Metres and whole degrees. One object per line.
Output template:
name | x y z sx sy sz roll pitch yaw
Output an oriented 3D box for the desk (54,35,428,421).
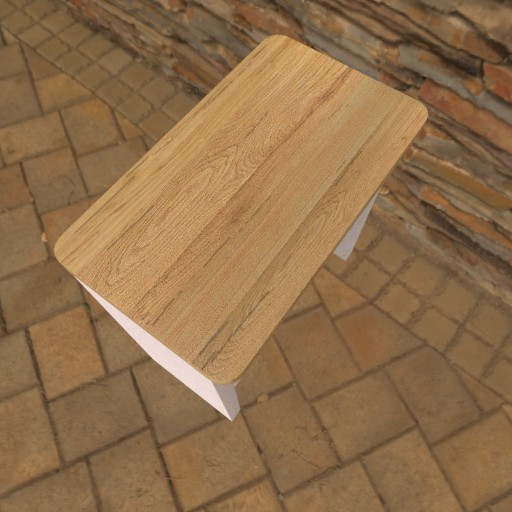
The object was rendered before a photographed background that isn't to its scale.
desk | 0.000 0.000 1.275 0.440 0.790 0.760 33 69 15
